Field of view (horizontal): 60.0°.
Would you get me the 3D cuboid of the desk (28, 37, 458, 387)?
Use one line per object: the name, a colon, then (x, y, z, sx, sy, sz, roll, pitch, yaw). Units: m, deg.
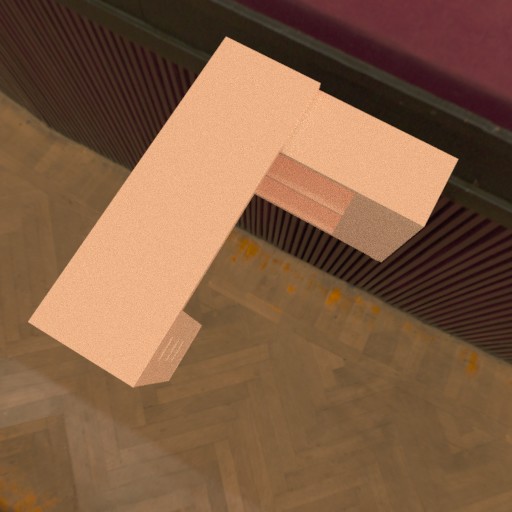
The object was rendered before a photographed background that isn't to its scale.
desk: (0.000, 0.000, 2.203, 1.199, 0.759, 1.524, 29, 78, 7)
